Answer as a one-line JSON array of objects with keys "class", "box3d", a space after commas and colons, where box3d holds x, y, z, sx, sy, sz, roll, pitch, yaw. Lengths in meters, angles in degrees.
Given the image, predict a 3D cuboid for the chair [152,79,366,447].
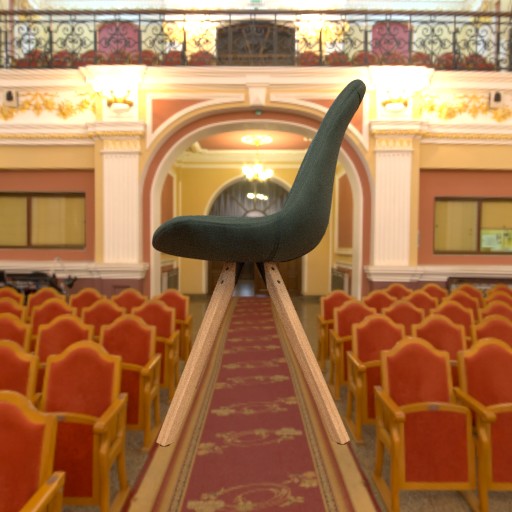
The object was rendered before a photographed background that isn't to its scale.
[{"class": "chair", "box3d": [0.000, 0.000, 1.216, 0.547, 0.865, 0.483, 0, 1, 0]}]
